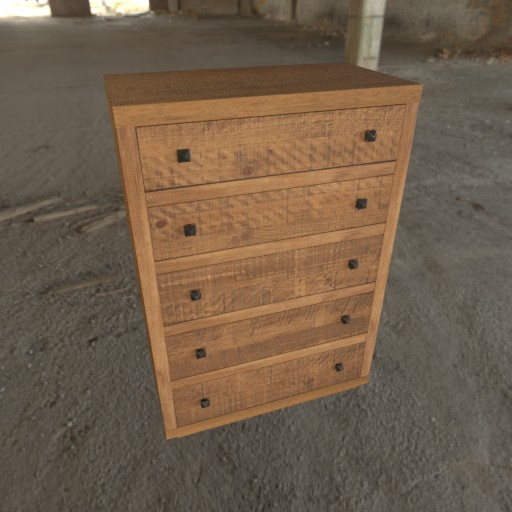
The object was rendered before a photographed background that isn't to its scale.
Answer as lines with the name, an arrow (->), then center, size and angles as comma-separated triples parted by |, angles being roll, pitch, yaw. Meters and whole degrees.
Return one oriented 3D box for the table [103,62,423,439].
table -> 0.000, 0.000, 1.729 | 0.901, 1.294, 0.524 | -10, 33, -16
